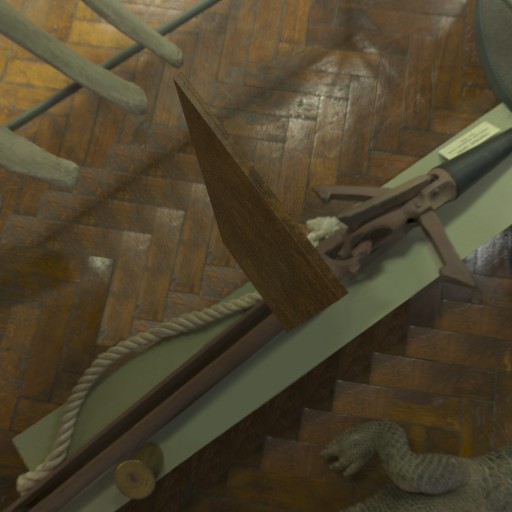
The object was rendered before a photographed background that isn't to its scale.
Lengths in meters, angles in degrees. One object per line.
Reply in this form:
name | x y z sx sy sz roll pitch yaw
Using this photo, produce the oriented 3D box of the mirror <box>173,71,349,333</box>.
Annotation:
mirror | 0.000 0.000 2.241 0.032 2.031 0.812 -35 80 -7
